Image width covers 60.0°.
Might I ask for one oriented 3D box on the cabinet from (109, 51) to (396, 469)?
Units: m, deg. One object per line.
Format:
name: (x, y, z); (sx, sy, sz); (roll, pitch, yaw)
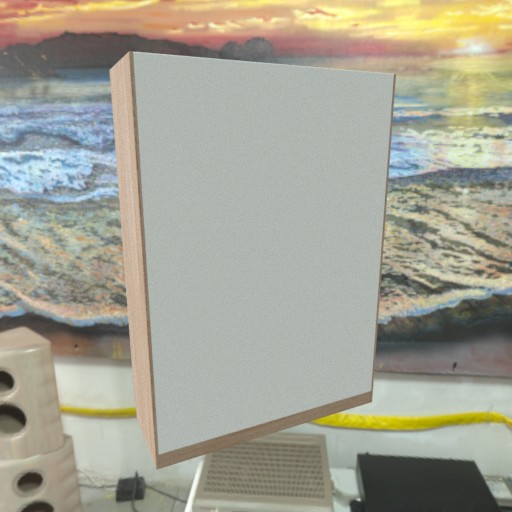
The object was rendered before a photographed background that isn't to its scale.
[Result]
cabinet: (0.000, 0.000, 2.741); (1.500, 2.120, 0.590); (-7, 16, -25)
